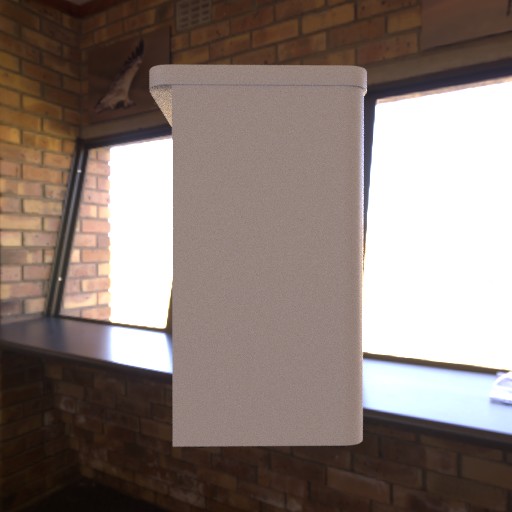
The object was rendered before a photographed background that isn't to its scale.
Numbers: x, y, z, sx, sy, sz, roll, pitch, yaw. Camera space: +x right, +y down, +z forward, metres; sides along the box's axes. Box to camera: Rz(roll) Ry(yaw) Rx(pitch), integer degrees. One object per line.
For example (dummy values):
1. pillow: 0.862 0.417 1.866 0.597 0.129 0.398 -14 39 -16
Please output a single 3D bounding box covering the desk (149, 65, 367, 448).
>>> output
1. desk: 0.000 0.000 1.270 0.446 0.760 0.790 0 1 -1
